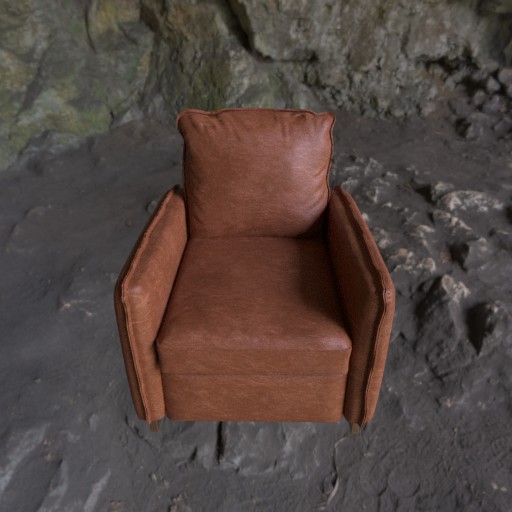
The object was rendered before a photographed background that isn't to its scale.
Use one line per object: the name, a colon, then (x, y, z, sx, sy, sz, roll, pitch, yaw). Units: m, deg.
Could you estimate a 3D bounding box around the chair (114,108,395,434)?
chair: (0.000, 0.000, 1.630, 0.830, 0.922, 0.922, 0, 30, 1)
